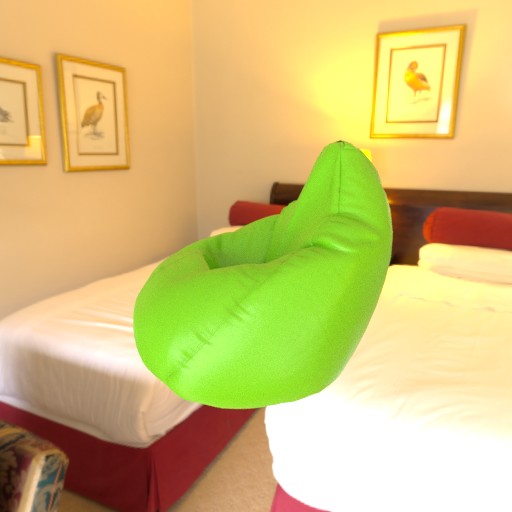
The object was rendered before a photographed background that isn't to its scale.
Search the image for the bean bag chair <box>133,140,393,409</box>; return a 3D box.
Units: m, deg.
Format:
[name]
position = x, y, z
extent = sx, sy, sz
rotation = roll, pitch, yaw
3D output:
[bean bag chair]
position = 0.000, 0.000, 1.948
extent = 1.070, 0.990, 1.070
rotation = -2, 14, -10
